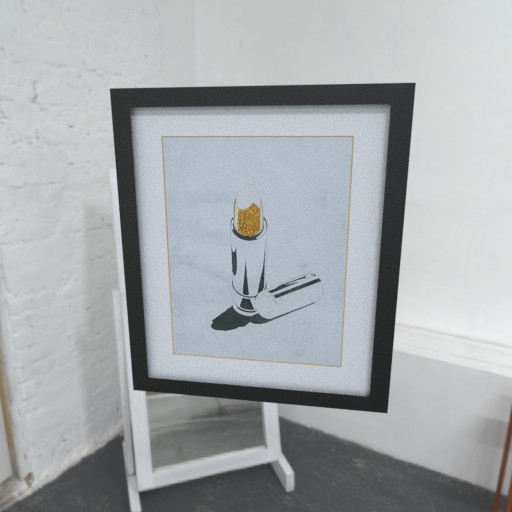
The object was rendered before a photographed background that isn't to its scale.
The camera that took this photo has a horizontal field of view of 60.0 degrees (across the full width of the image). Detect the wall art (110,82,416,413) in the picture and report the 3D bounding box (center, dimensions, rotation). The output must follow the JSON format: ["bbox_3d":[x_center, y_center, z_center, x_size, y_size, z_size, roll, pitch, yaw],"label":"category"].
[{"bbox_3d":[0.000,0.000,0.531,0.330,0.381,0.019,2,15,9],"label":"wall art"}]
